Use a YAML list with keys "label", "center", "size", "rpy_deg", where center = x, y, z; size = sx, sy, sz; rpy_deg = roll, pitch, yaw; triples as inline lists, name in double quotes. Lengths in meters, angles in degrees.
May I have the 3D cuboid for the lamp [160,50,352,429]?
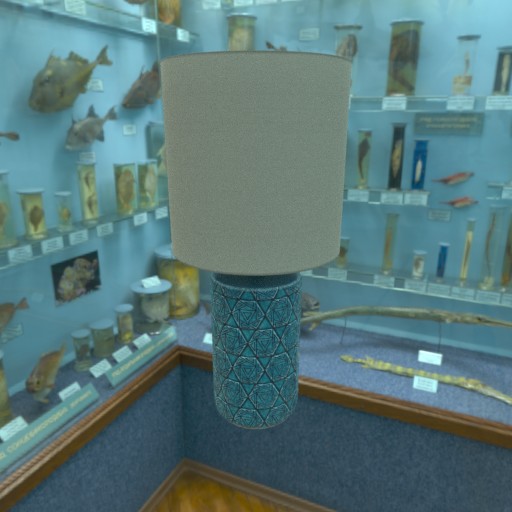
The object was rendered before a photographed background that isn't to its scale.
- label: "lamp"
  center: [0.000, 0.000, 0.747]
  size: [0.278, 0.597, 0.278]
  rpy_deg: [9, 19, 25]
